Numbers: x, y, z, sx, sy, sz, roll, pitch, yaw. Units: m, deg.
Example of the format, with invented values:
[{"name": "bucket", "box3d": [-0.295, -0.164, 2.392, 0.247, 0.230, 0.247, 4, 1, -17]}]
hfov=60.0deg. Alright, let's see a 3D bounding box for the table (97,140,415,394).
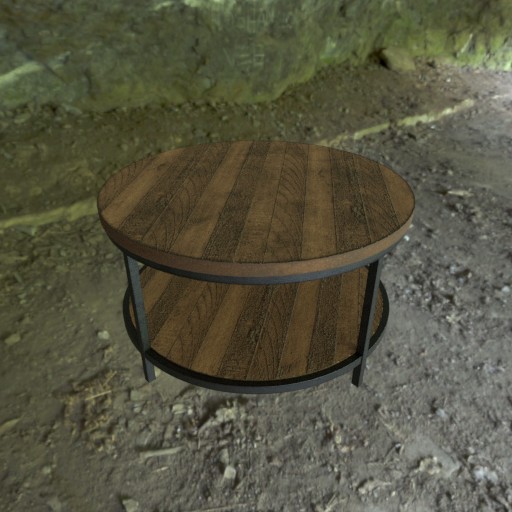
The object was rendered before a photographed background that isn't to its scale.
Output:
[{"name": "table", "box3d": [0.000, 0.000, 1.336, 0.837, 0.462, 0.837, 0, 31, 0]}]
